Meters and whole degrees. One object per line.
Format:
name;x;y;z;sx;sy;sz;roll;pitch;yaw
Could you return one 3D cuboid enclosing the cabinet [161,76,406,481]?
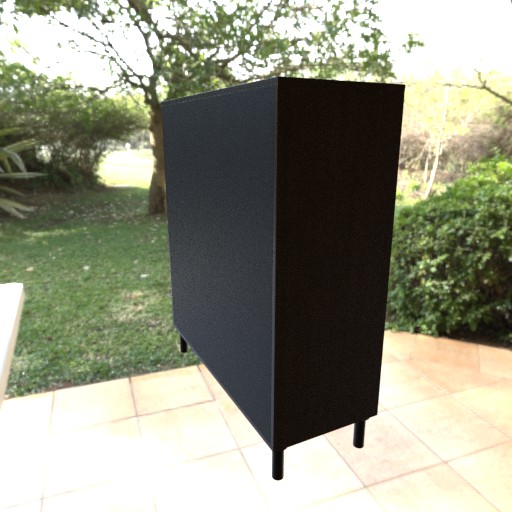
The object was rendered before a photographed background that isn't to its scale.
cabinet;0.000;0.000;1.709;0.400;1.170;1.010;-8;17;-26
